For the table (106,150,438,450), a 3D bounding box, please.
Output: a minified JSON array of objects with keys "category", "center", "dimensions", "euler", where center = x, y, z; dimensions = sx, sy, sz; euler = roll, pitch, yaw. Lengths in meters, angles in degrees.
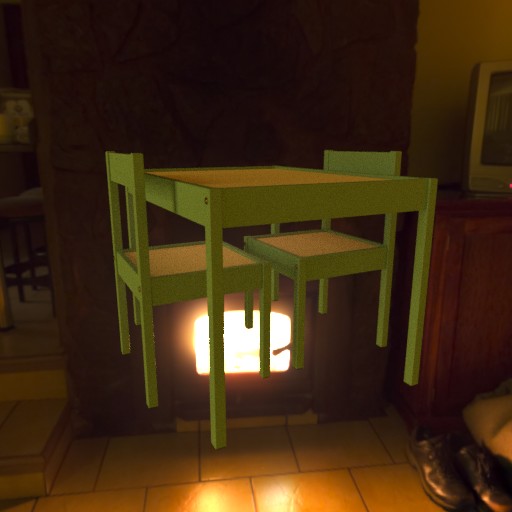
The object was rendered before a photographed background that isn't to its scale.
[{"category":"table","center":[0.000,0.000,1.093],"dimensions":[0.633,0.503,0.639],"euler":[-7,16,-26]}]
